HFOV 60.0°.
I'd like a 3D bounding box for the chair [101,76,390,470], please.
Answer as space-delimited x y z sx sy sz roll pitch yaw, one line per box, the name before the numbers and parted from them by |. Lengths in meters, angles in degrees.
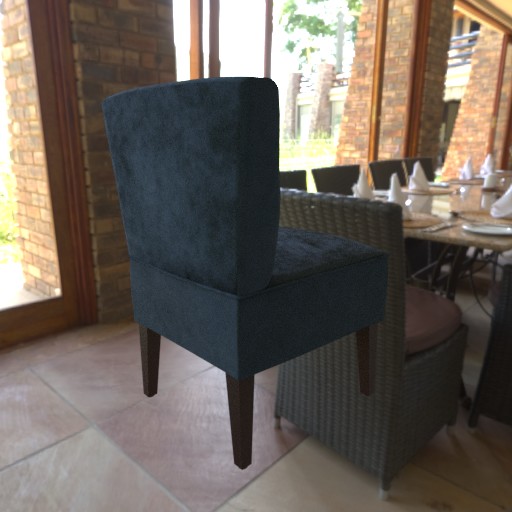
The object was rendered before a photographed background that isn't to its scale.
chair | 0.000 0.000 1.155 0.551 0.806 0.521 -14 20 -42
